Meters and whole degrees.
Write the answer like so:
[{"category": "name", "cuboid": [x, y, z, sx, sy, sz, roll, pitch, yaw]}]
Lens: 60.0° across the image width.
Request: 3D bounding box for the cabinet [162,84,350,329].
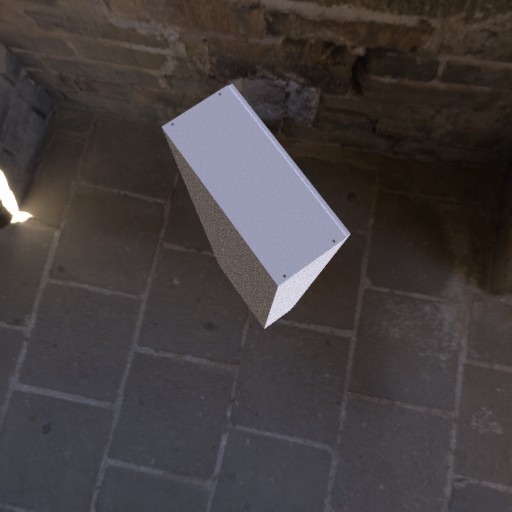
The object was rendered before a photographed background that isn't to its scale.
[{"category": "cabinet", "cuboid": [0.000, 0.000, 1.966, 0.230, 1.790, 0.500, -35, 80, -7]}]
